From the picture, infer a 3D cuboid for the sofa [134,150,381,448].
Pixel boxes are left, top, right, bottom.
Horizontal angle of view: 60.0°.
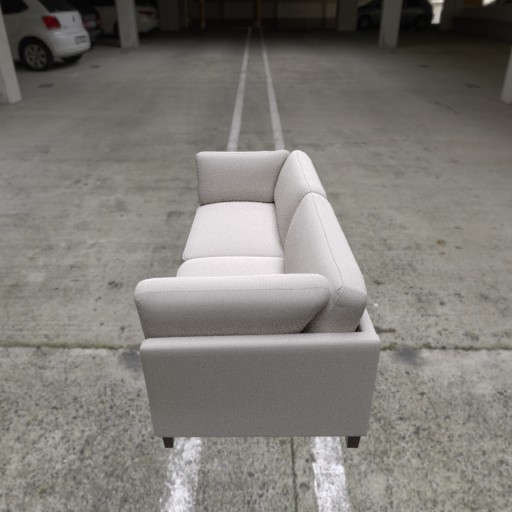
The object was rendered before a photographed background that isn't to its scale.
[{"bbox_3d":[0.000,0.000,2.773,0.957,0.863,2.301,0,27,0],"label":"sofa"}]
